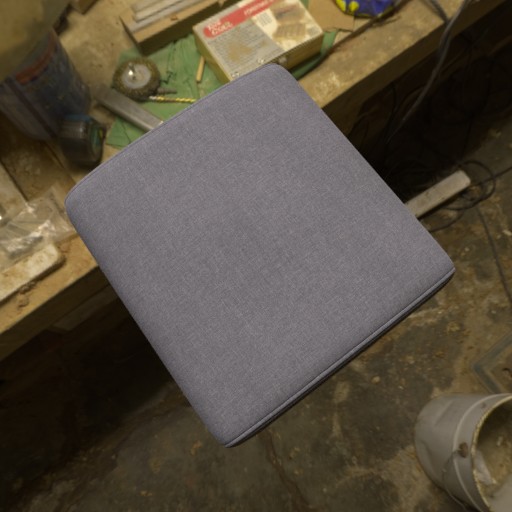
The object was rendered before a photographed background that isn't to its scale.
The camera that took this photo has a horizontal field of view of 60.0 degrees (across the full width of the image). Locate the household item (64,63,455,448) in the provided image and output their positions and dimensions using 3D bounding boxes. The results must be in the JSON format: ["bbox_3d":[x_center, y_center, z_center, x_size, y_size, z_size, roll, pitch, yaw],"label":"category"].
[{"bbox_3d":[0.000,0.000,0.899,0.530,0.410,0.530,-35,78,-8],"label":"household item"}]
